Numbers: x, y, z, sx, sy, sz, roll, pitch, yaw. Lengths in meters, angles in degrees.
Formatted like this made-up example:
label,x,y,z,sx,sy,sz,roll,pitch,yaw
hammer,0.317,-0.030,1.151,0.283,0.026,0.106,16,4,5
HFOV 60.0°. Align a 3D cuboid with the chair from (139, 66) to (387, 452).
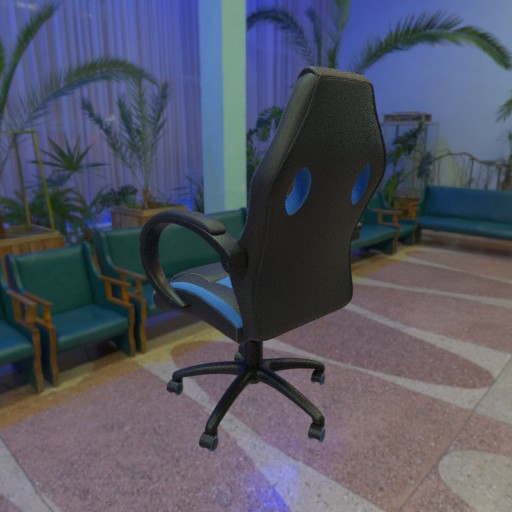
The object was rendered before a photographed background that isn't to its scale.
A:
label,x,y,z,sx,sy,sz,roll,pitch,yaw
chair,0.000,0.000,1.598,0.673,1.187,0.724,-14,20,-43
